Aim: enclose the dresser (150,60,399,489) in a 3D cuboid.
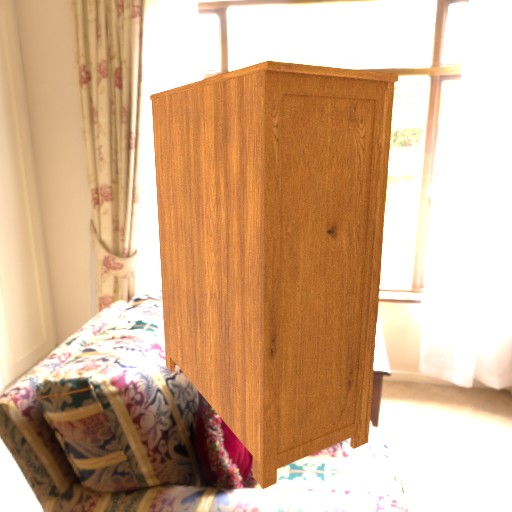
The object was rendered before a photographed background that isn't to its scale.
[{"bbox_3d":[0.000,0.000,1.989,0.558,1.431,1.081,-8,17,-29],"label":"dresser"}]
